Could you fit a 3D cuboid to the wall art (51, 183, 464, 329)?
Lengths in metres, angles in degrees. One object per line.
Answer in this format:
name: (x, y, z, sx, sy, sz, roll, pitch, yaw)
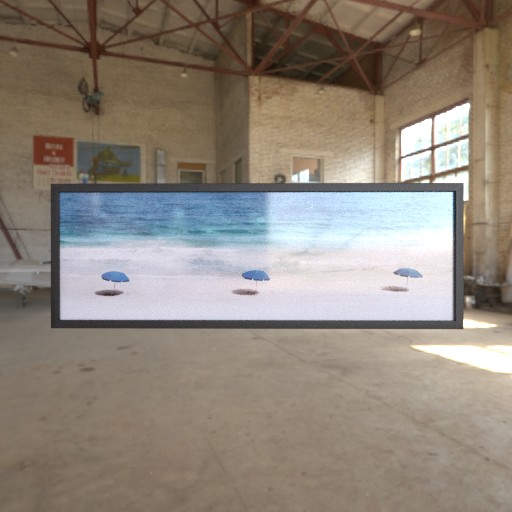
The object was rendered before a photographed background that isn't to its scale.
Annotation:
wall art: (0.000, 0.000, 0.941, 0.860, 0.303, 0.037, 0, 0, 1)
